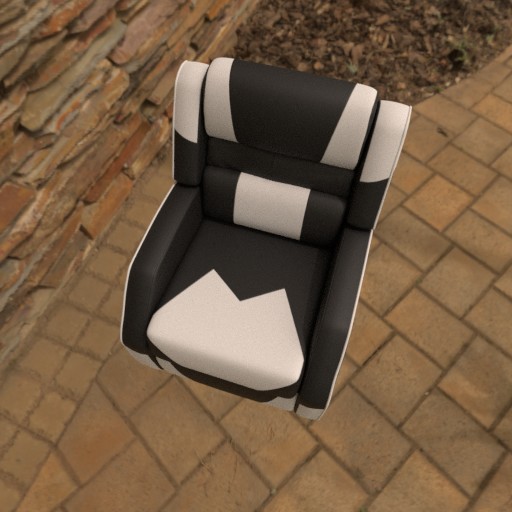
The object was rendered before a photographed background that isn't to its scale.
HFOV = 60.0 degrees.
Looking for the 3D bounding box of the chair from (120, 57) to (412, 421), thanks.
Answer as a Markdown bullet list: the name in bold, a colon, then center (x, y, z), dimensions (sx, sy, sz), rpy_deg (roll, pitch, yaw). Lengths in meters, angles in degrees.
- **chair**: center (0.000, 0.000, 1.290), dimensions (0.620, 0.805, 0.672), rpy_deg (15, 60, 9)
